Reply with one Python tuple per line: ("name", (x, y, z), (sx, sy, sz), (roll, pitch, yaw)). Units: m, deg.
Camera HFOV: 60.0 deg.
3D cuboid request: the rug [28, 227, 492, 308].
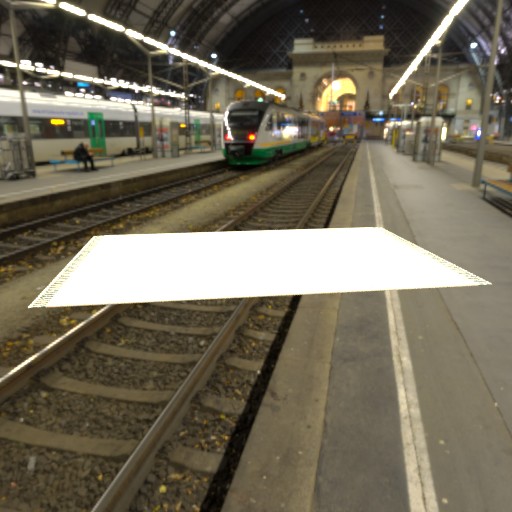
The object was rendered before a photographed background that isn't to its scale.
("rug", (0.000, 0.000, 3.028), (2.438, 0.010, 1.524), (-2, 16, -8))
